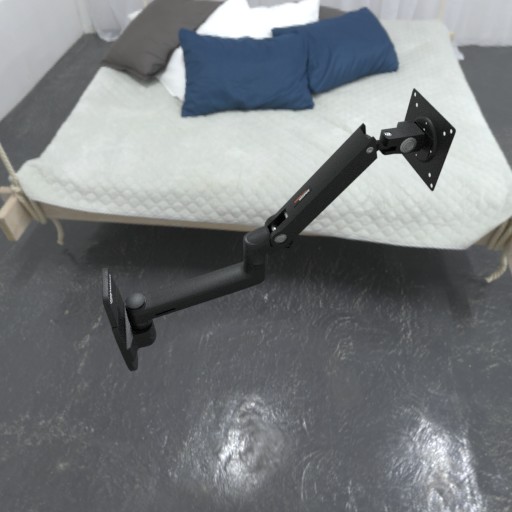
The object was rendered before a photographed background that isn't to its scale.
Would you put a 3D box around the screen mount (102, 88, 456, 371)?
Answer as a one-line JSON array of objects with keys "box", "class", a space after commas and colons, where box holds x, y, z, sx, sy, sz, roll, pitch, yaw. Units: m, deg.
[{"box": [0.000, 0.000, 0.730, 0.495, 0.466, 0.115, -10, 49, -9], "class": "screen mount"}]
